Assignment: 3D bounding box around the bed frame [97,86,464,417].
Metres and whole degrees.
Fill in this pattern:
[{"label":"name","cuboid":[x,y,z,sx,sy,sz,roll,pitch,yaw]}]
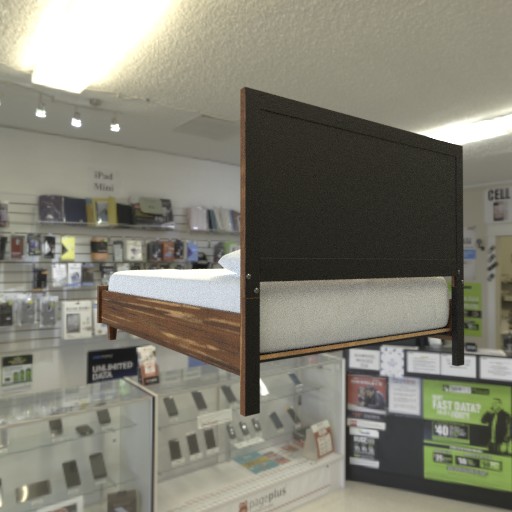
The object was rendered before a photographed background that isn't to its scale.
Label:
[{"label":"bed frame","cuboid":[0.000,0.000,3.314,1.696,1.417,2.276,1,-1,-35]}]
